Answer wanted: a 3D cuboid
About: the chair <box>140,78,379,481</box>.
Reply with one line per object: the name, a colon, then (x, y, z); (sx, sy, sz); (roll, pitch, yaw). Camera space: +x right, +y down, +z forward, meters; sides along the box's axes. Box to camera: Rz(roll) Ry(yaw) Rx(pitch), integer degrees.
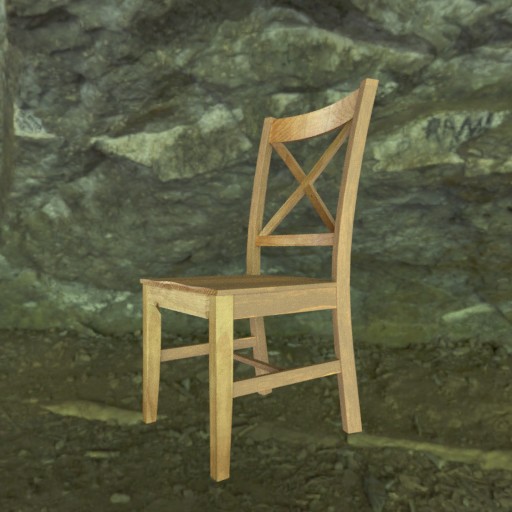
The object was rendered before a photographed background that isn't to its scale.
chair: (0.000, 0.000, 1.293); (0.542, 0.983, 0.485); (-1, 1, -36)
